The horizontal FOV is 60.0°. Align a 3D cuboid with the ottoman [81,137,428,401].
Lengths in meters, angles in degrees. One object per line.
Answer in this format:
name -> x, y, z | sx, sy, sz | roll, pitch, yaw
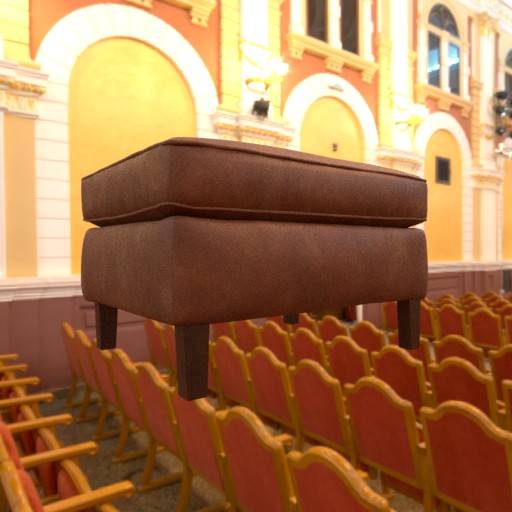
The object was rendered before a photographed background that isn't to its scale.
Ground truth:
ottoman -> 0.000, 0.000, 0.999 | 0.665, 0.418, 0.501 | -1, 1, -36
